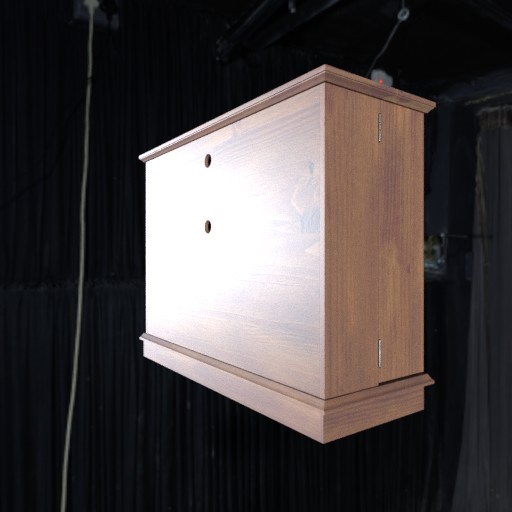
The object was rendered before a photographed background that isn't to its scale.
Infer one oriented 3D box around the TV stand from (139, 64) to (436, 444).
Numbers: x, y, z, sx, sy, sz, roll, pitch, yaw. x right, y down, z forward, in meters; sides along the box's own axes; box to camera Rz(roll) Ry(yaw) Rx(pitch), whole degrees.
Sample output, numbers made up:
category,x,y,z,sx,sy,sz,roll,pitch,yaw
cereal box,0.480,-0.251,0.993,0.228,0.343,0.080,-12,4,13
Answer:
category,x,y,z,sx,sy,sz,roll,pitch,yaw
TV stand,0.000,0.000,1.489,0.406,0.813,1.067,0,0,-36
